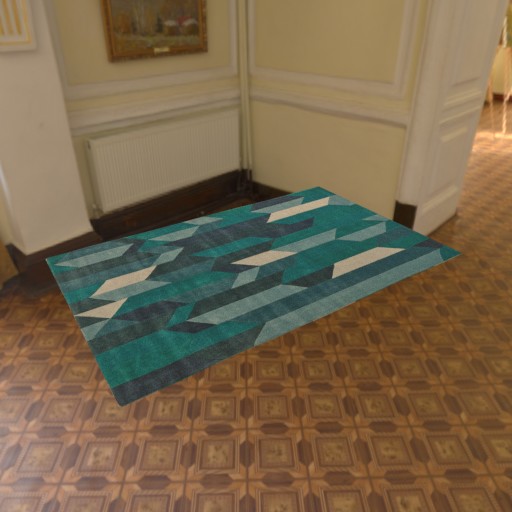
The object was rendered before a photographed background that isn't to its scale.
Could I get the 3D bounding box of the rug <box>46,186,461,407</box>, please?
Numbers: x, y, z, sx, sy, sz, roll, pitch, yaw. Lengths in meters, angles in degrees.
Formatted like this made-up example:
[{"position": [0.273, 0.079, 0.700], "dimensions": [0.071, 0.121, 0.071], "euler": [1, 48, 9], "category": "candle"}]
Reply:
[{"position": [0.000, 0.000, 3.039], "dimensions": [2.420, 0.005, 1.528], "euler": [-18, 35, -29], "category": "rug"}]
